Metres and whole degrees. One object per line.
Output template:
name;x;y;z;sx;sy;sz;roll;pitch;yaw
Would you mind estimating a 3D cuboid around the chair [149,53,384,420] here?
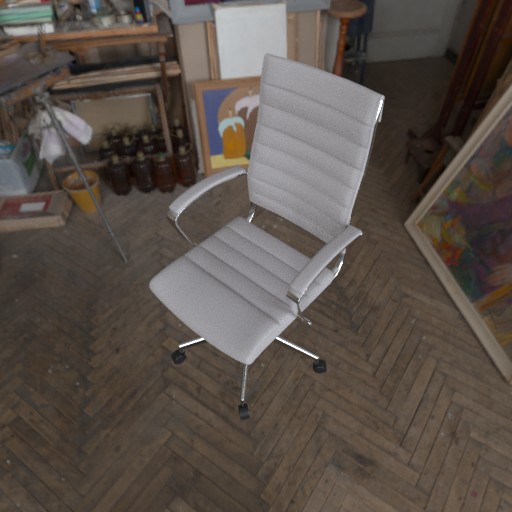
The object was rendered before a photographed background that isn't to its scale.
chair;0.000;0.000;1.615;0.679;1.149;0.667;33;55;26
